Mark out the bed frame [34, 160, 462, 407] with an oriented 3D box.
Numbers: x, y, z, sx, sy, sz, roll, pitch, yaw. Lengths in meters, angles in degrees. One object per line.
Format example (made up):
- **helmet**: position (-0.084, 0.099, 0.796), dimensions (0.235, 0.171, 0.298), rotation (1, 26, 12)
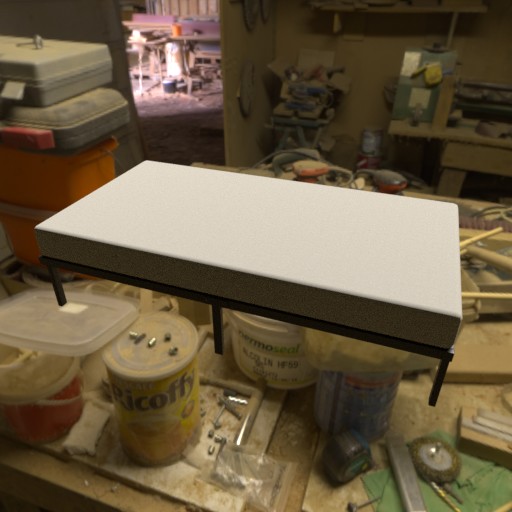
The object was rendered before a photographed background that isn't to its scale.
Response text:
- **bed frame**: position (0.000, 0.000, 3.210), dimensions (2.635, 0.680, 1.393), rotation (11, 34, 17)
